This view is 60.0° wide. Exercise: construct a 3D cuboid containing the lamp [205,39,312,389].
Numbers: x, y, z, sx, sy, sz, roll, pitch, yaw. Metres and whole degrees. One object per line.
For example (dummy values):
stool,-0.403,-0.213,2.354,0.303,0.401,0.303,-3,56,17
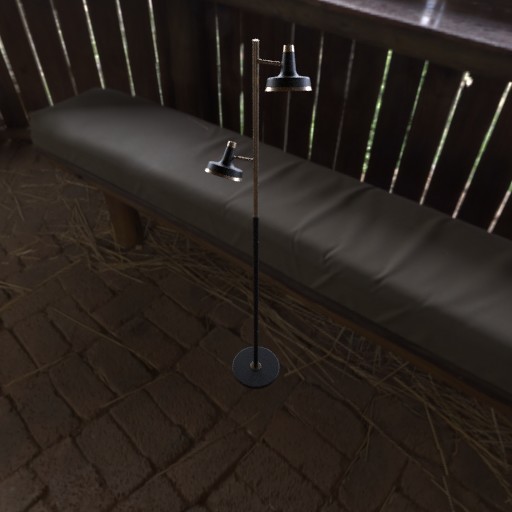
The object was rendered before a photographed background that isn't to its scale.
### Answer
lamp,0.000,0.000,1.824,0.351,1.674,0.253,13,45,14
